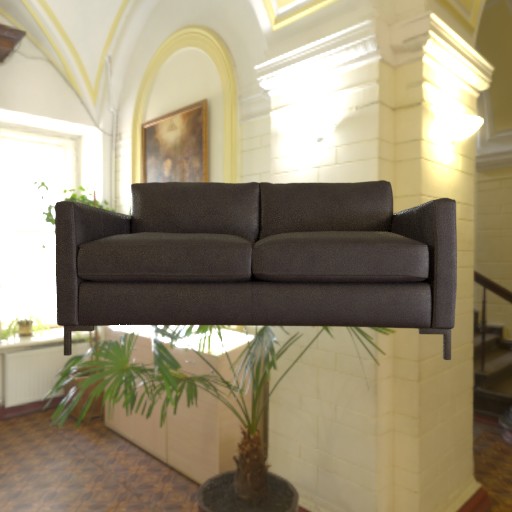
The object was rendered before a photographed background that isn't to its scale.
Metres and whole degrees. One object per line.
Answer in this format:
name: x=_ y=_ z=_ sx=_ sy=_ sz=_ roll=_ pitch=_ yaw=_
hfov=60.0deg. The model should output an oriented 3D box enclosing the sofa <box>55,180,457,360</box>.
sofa: x=0.000 y=0.000 z=2.334 sx=1.805 sy=0.883 sz=0.947 roll=0 pitch=1 yaw=0
